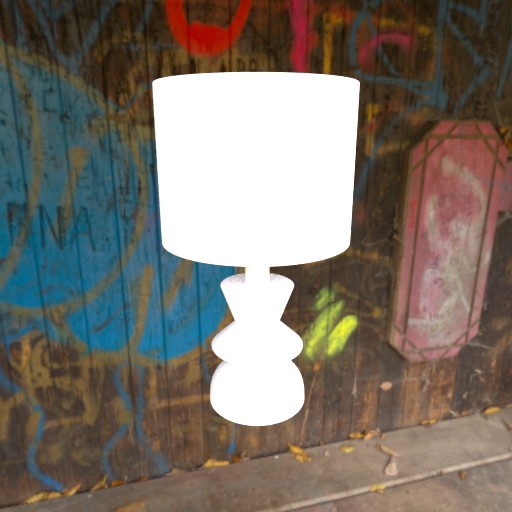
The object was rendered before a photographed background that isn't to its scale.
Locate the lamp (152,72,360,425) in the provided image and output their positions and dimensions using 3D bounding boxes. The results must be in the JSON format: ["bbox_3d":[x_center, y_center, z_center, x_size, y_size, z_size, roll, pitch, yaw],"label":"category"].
[{"bbox_3d":[0.000,0.000,0.734,0.301,0.533,0.301,-15,22,-41],"label":"lamp"}]
